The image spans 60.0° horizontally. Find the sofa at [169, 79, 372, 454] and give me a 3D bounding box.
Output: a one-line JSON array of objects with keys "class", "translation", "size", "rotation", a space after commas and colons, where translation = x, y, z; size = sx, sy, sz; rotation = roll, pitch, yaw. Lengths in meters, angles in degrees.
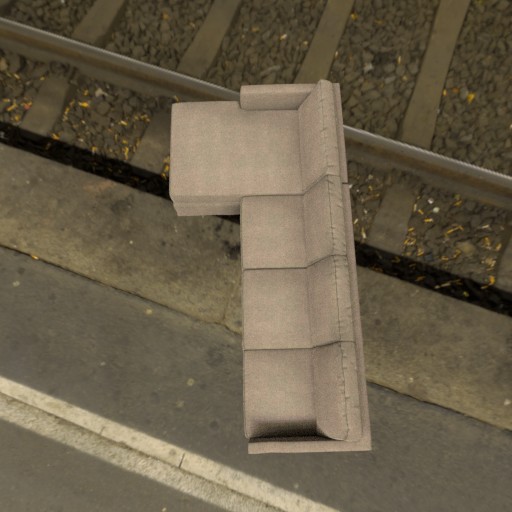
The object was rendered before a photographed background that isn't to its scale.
[{"class": "sofa", "translation": [0.000, 0.000, 3.961], "size": [1.650, 0.922, 3.205], "rotation": [-1, 75, 0]}]
